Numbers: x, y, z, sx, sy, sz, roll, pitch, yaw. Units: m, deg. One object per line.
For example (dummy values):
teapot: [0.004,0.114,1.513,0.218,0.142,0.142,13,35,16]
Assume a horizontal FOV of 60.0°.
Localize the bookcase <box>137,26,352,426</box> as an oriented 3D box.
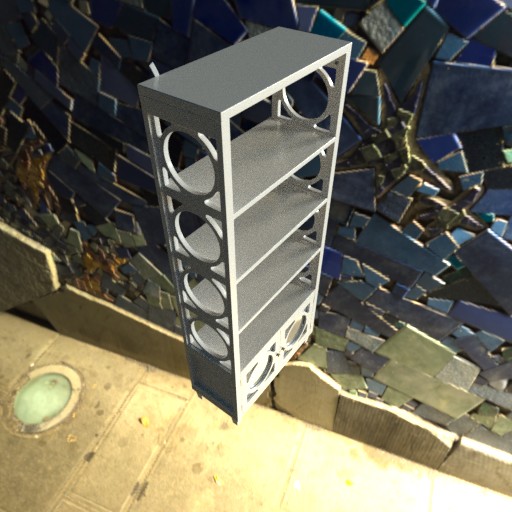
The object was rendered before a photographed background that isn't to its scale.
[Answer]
bookcase: [0.000,0.000,2.104,0.361,1.869,0.761,27,49,26]
